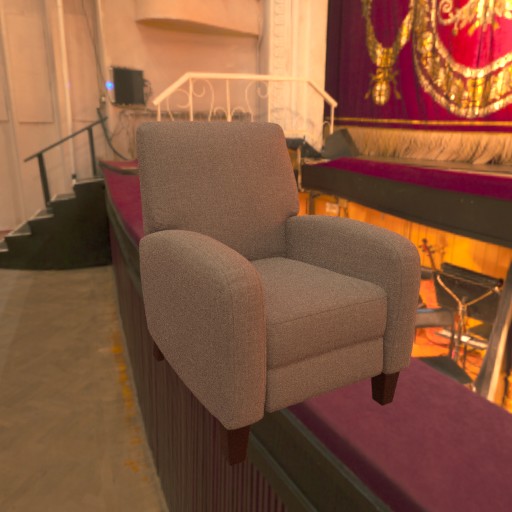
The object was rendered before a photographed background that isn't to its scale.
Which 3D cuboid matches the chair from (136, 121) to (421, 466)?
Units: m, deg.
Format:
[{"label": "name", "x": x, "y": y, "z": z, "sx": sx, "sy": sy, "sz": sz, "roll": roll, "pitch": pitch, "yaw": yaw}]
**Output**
[{"label": "chair", "x": 0.000, "y": 0.000, "z": 1.685, "sx": 0.762, "sy": 0.990, "sz": 0.990, "roll": -9, "pitch": 18, "yaw": -28}]
